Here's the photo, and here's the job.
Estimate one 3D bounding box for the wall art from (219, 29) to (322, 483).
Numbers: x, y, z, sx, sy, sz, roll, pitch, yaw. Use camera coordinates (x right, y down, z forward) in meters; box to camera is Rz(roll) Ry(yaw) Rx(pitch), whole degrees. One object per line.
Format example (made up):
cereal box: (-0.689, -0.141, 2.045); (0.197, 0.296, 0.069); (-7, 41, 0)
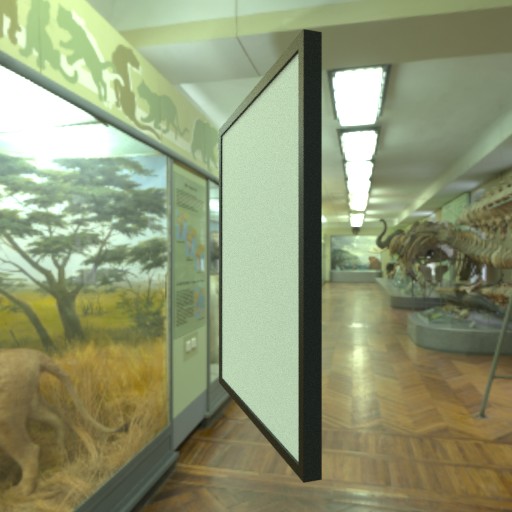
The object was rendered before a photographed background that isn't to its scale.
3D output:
wall art: (0.000, 0.000, 0.545); (0.018, 0.397, 0.325); (0, 0, -18)
